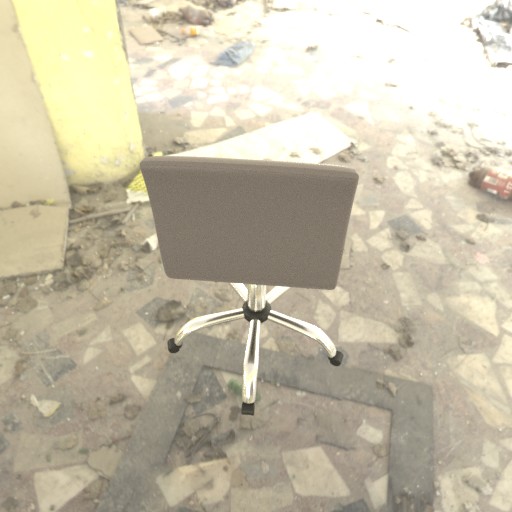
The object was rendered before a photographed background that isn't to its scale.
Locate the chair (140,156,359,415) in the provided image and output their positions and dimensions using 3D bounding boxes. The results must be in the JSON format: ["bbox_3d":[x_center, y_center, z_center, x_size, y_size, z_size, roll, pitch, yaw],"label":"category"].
[{"bbox_3d":[0.000,0.000,1.160,0.556,0.780,0.530,4,47,4],"label":"chair"}]
